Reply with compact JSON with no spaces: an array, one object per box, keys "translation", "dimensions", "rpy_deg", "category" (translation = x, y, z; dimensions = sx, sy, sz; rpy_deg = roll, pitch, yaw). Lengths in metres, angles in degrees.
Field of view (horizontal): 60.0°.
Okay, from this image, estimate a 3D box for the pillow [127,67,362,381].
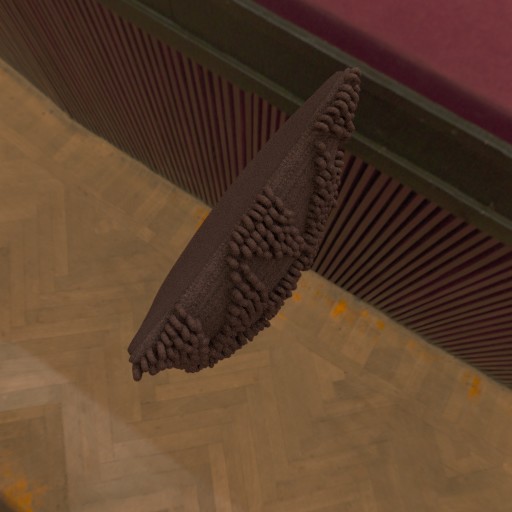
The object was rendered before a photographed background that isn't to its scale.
[{"translation":[0.000,0.000,0.736],"dimensions":[0.172,0.467,0.470],"rpy_deg":[34,78,8],"category":"pillow"}]
